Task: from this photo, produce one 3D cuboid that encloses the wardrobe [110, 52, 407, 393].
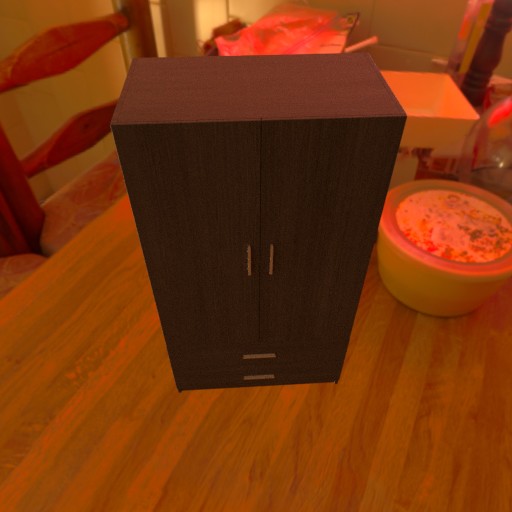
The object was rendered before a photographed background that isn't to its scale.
[{"bbox_3d":[0.000,0.000,2.296,0.991,1.808,0.577,-2,45,-2],"label":"wardrobe"}]
